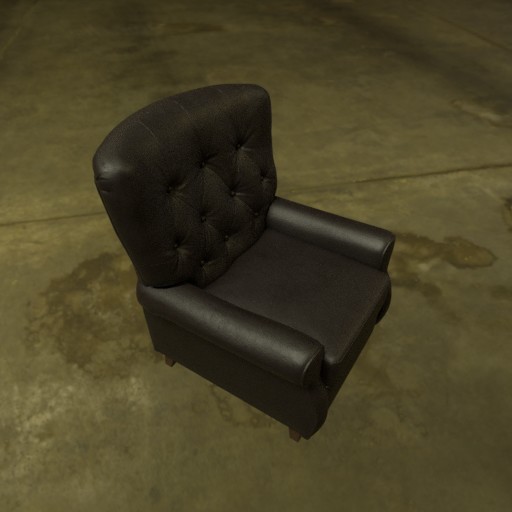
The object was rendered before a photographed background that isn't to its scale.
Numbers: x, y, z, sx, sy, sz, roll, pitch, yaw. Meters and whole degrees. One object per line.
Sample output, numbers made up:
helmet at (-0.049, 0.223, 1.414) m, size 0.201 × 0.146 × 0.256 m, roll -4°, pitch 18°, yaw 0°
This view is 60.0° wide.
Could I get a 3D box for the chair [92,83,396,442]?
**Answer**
chair at (0.000, 0.000, 1.883) m, size 1.058 × 1.158 × 0.948 m, roll 23°, pitch 45°, yaw 24°
